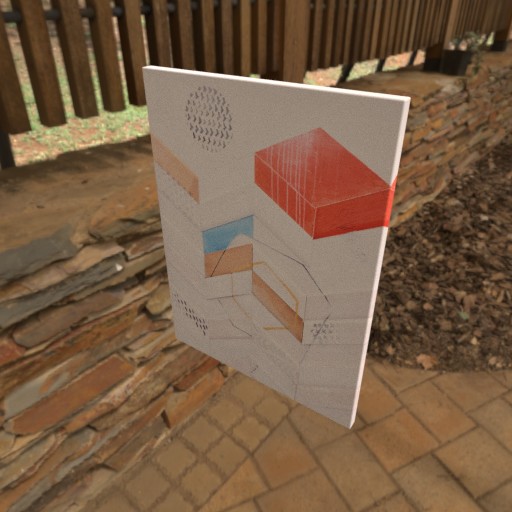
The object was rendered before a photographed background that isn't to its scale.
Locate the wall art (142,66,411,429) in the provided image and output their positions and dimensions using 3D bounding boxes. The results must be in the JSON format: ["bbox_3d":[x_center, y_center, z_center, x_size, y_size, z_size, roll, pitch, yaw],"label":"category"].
[{"bbox_3d":[0.000,0.000,1.352,0.759,1.014,0.045,20,36,29],"label":"wall art"}]
